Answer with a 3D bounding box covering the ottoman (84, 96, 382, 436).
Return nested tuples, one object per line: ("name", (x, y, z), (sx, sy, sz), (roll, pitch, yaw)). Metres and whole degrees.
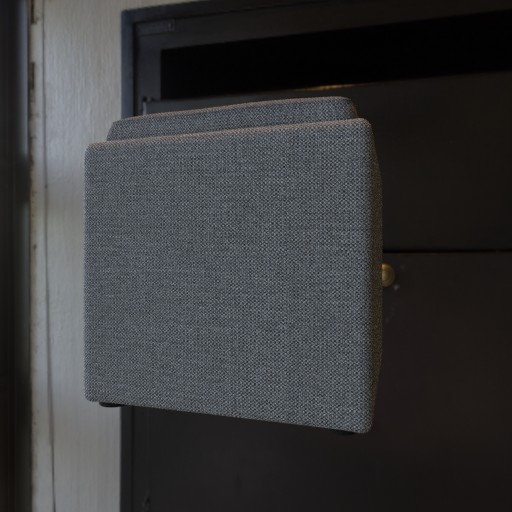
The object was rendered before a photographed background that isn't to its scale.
("ottoman", (0.000, 0.000, 0.850), (0.454, 0.487, 0.436), (0, 0, 18))
